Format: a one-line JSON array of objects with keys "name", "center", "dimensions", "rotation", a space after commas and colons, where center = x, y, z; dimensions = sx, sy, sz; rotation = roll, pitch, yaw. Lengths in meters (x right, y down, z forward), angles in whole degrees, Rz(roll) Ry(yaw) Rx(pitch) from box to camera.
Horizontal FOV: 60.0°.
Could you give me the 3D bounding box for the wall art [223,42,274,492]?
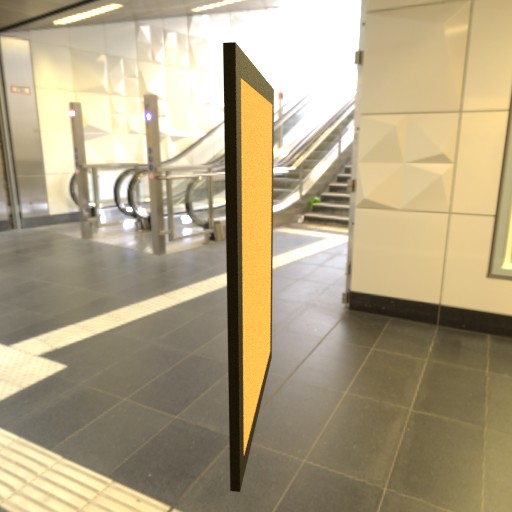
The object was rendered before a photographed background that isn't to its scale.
[{"name": "wall art", "center": [0.000, 0.000, 0.593], "dimensions": [0.011, 0.459, 0.326], "rotation": [2, 14, 8]}]
